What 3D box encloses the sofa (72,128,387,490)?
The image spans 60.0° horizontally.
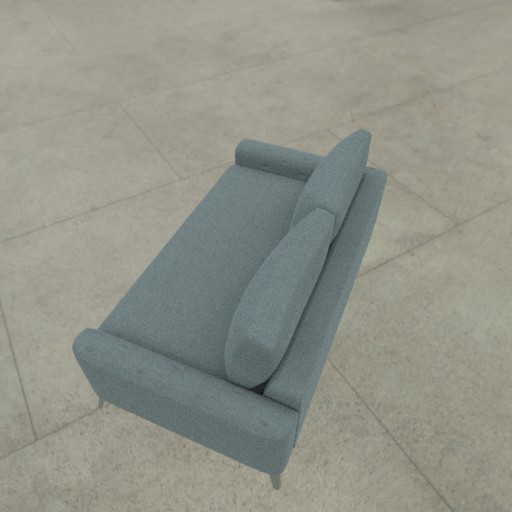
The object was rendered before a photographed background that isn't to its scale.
[{"bbox_3d":[0.000,0.000,2.137,0.920,0.790,1.650,17,49,16],"label":"sofa"}]
